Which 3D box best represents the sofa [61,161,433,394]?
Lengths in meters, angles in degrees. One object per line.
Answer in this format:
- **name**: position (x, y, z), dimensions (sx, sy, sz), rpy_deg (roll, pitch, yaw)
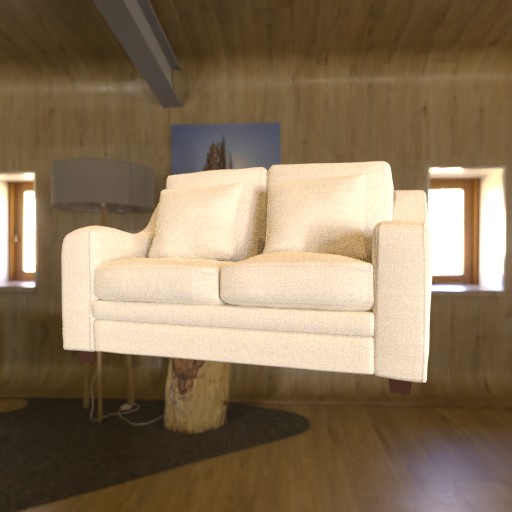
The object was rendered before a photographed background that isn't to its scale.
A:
- **sofa**: position (0.000, 0.000, 2.353), dimensions (1.744, 1.047, 1.040), rpy_deg (0, 1, 19)
